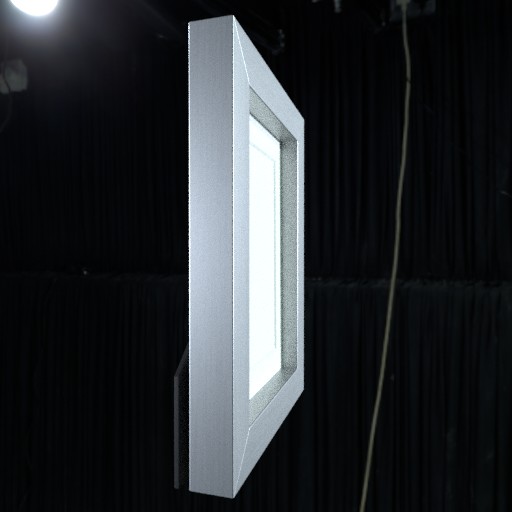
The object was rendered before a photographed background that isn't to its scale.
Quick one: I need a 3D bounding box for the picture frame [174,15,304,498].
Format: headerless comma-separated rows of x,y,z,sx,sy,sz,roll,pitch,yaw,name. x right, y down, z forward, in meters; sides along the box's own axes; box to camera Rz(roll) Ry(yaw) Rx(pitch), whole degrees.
0.000,0.000,0.269,0.028,0.208,0.157,0,1,17,picture frame
